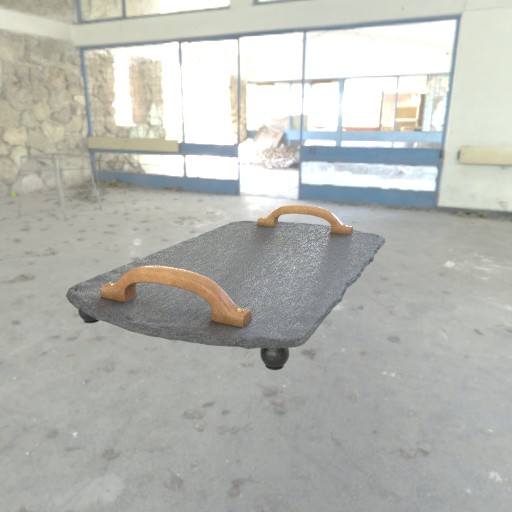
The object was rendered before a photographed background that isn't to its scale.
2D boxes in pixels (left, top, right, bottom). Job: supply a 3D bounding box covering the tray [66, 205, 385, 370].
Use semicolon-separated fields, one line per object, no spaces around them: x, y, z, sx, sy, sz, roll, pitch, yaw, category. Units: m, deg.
0.000;0.000;0.487;0.231;0.062;0.387;8;18;25;tray
